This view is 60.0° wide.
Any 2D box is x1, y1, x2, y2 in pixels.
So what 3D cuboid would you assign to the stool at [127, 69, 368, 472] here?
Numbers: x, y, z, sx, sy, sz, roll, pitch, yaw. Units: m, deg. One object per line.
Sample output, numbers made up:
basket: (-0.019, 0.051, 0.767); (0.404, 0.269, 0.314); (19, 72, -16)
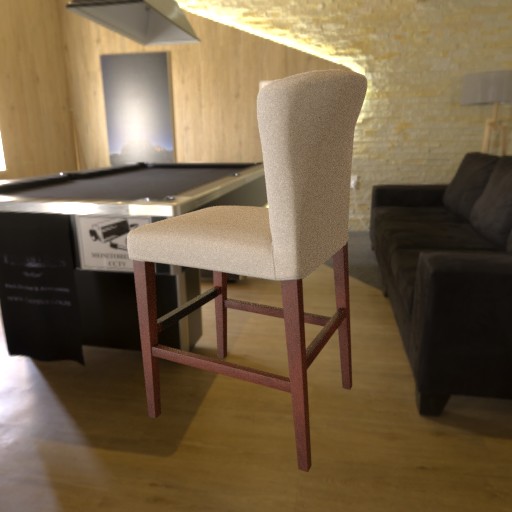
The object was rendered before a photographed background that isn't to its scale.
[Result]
stool: (0.000, 0.000, 1.291); (0.568, 0.968, 0.479); (8, 17, 25)
